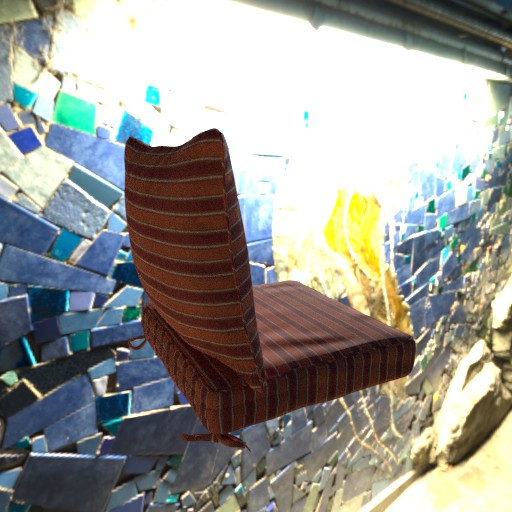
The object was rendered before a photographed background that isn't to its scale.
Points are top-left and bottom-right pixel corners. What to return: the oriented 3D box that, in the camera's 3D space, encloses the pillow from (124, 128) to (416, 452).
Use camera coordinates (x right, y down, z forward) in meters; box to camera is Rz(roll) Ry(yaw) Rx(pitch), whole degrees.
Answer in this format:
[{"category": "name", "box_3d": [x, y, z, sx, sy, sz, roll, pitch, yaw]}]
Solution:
[{"category": "pillow", "box_3d": [0.000, 0.000, 1.367, 0.733, 0.723, 0.799, -7, 15, -27]}]
